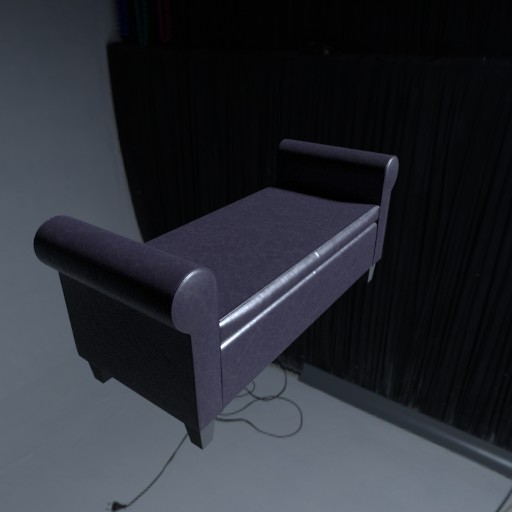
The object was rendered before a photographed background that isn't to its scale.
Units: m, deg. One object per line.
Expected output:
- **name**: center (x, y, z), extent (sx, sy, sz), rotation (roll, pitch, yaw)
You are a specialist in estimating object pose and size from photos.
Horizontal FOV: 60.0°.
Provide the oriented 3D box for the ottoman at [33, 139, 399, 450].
- **ottoman**: center (0.000, 0.000, 1.553), extent (0.521, 0.547, 1.256), rotation (18, 32, 32)
